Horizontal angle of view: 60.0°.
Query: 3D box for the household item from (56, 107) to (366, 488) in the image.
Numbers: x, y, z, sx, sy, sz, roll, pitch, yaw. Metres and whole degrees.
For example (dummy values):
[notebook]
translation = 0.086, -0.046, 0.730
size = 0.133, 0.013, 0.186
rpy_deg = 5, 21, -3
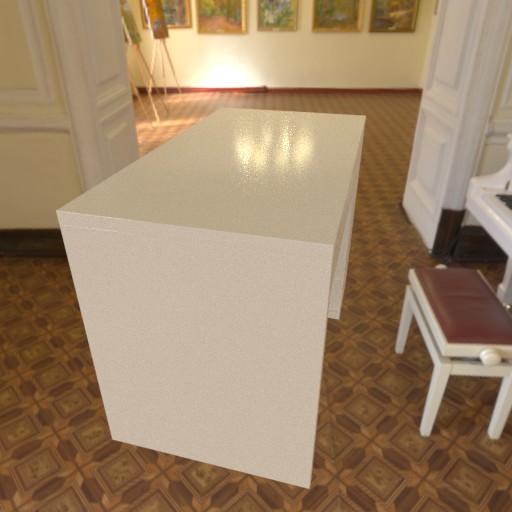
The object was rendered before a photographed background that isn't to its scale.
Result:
[household item]
translation = 0.000, 0.000, 1.535
size = 0.597, 0.749, 1.100
rpy_deg = 8, 31, 13
